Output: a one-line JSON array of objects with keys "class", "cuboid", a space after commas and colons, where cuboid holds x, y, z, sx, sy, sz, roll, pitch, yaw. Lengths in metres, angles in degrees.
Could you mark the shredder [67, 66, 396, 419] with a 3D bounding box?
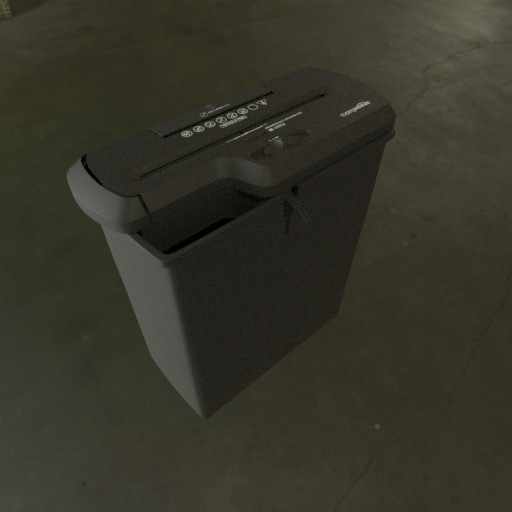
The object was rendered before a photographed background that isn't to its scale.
[{"class": "shredder", "cuboid": [0.000, 0.000, 0.517, 0.320, 0.335, 0.170, -32, 54, -27]}]
